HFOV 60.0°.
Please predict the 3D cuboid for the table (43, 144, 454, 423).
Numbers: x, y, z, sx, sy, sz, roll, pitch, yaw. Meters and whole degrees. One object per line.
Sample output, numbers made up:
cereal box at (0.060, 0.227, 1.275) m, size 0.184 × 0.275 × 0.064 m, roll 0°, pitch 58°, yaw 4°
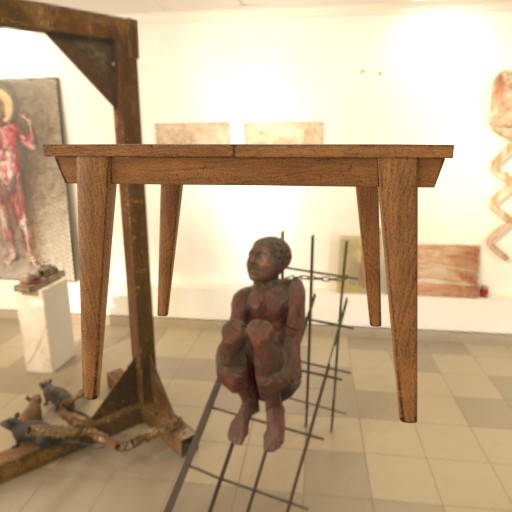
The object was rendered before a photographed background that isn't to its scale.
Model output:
table at (0.000, 0.000, 1.554) m, size 1.027 × 0.760 × 0.757 m, roll 2°, pitch 14°, yaw 7°
